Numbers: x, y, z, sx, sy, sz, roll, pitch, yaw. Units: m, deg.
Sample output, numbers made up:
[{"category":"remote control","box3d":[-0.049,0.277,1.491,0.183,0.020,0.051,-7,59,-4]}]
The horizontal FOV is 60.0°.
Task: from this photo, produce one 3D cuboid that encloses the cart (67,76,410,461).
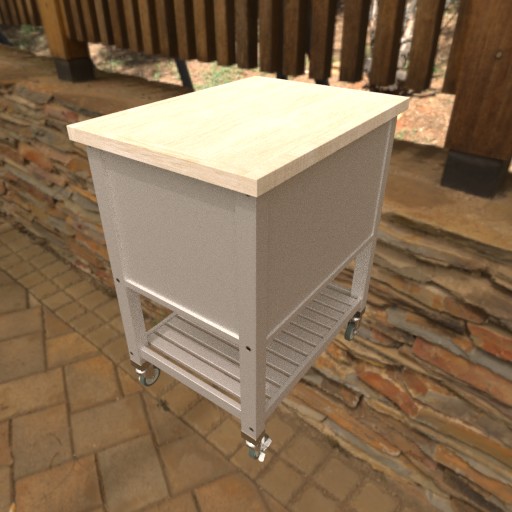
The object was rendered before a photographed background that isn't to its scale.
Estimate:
[{"category":"cart","box3d":[0.000,0.000,1.417,0.559,0.914,0.762,21,38,30]}]
